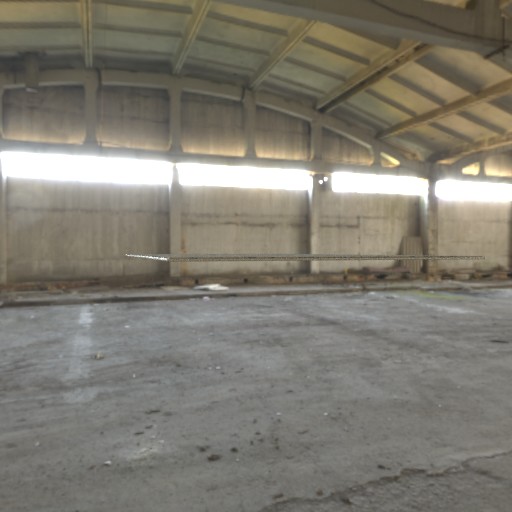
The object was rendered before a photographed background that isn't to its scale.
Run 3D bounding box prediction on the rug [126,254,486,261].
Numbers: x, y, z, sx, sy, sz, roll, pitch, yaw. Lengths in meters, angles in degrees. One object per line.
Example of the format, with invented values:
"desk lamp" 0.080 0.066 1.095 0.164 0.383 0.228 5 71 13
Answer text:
"rug" 0.000 0.000 2.348 1.213 0.012 1.831 0 1 -20
